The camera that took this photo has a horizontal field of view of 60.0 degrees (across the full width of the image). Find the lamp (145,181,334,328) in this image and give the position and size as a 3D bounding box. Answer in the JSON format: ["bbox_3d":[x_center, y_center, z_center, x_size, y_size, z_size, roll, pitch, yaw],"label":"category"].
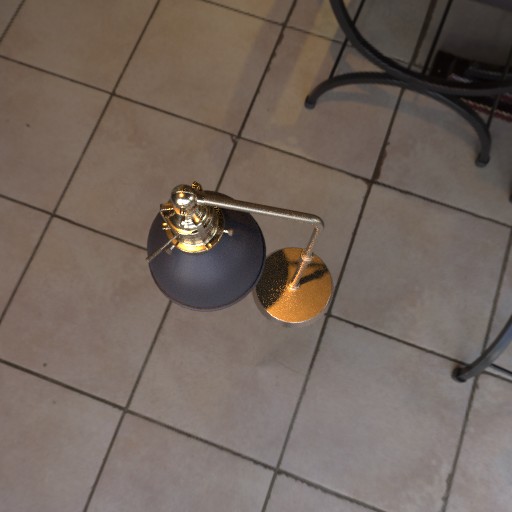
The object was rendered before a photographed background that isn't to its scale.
[{"bbox_3d":[0.000,0.000,0.609,0.291,0.456,0.160,1,76,0],"label":"lamp"}]
